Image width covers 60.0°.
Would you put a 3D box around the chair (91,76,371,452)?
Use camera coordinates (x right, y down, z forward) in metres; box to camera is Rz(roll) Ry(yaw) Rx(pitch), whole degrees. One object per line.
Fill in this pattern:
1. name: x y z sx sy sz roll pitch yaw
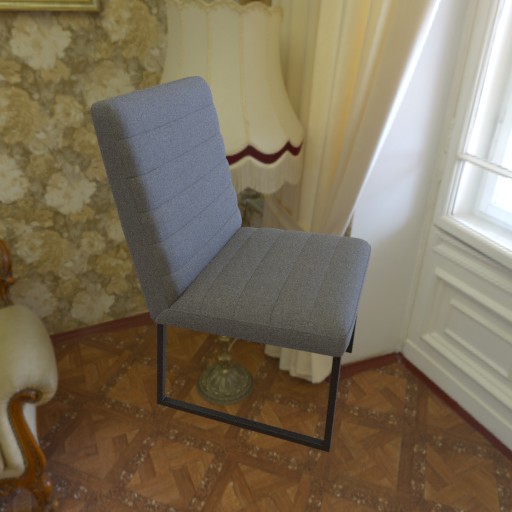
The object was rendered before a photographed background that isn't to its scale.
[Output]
1. chair: 0.000 0.000 1.312 0.634 0.930 0.520 9 30 16
